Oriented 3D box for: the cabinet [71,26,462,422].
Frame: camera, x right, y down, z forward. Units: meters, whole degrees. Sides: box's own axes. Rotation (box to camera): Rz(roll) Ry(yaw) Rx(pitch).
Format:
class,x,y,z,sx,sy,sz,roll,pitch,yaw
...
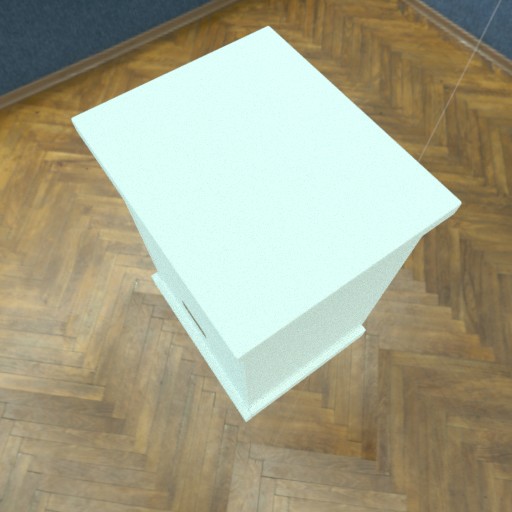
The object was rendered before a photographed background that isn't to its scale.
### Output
class,x,y,z,sx,sy,sz,roll,pitch,yaw
cabinet,0.000,0.000,1.059,0.431,0.723,0.520,-32,68,-15
